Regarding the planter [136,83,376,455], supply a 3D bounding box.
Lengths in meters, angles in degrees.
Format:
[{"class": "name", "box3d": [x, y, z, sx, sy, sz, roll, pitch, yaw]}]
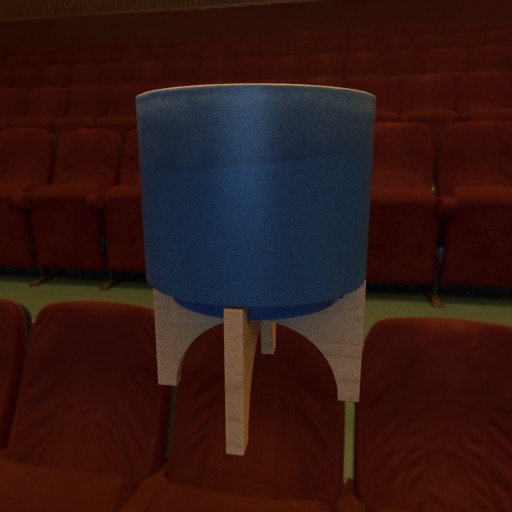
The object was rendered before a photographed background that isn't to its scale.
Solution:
[{"class": "planter", "box3d": [0.000, 0.000, 0.396, 0.192, 0.263, 0.192, 0, 13, 0]}]
